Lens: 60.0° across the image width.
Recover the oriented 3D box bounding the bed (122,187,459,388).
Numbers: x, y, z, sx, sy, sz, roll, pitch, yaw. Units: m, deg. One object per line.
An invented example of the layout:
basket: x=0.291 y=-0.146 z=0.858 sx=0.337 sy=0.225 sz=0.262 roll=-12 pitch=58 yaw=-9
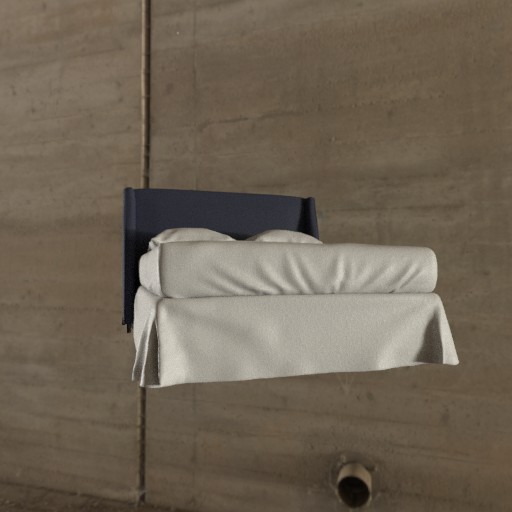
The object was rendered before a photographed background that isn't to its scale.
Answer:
bed: x=0.000 y=0.000 z=3.347 sx=1.925 sy=1.332 sz=2.276 roll=1 pitch=-2 yaw=-17
